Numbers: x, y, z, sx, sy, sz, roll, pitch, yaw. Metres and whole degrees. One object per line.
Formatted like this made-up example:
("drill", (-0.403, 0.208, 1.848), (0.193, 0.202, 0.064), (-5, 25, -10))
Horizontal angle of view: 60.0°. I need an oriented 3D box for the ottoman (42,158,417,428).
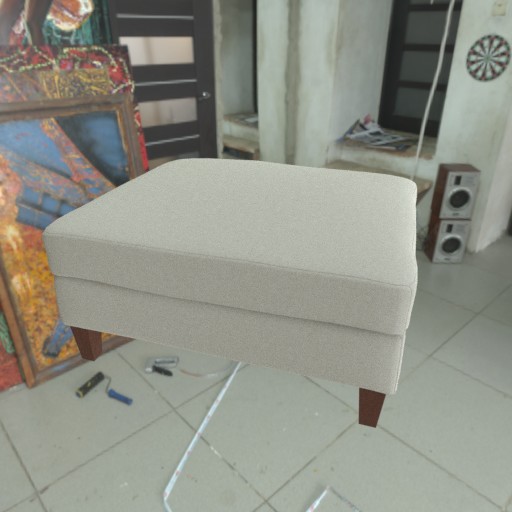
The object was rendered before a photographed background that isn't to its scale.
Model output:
("ottoman", (0.000, 0.000, 1.481), (0.976, 0.492, 0.836), (8, 27, 16))
